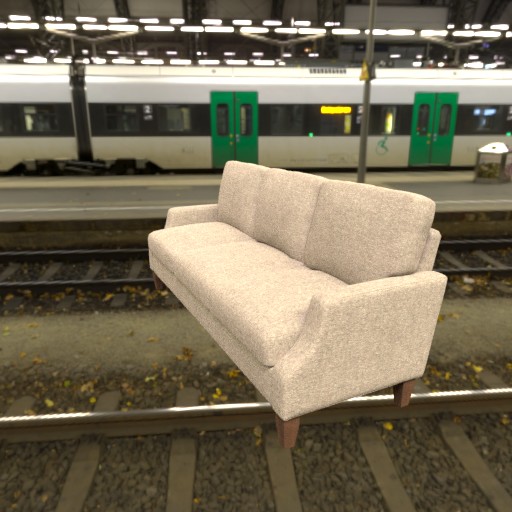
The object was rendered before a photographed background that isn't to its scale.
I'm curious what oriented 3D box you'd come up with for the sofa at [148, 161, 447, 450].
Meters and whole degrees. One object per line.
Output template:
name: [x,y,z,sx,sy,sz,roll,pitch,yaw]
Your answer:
sofa: [0.000,0.000,2.681,0.888,0.984,2.115,-8,19,-25]
